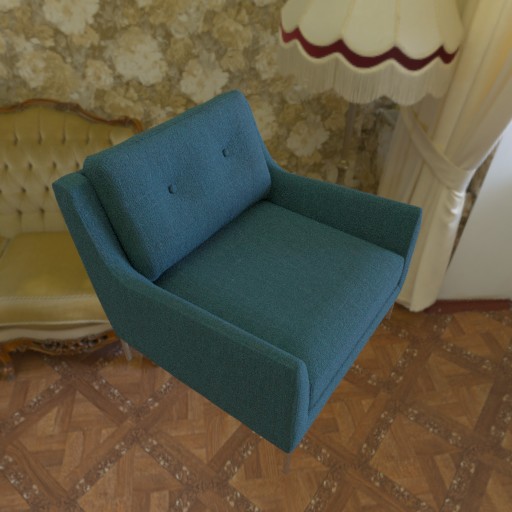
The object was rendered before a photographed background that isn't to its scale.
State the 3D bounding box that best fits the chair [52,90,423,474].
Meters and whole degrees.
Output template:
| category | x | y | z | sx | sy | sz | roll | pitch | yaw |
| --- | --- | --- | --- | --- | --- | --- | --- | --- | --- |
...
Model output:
| category | x | y | z | sx | sy | sz | roll | pitch | yaw |
| --- | --- | --- | --- | --- | --- | --- | --- | --- | --- |
| chair | 0.000 | 0.000 | 1.527 | 0.849 | 0.828 | 0.847 | 25 | 47 | 27 |
